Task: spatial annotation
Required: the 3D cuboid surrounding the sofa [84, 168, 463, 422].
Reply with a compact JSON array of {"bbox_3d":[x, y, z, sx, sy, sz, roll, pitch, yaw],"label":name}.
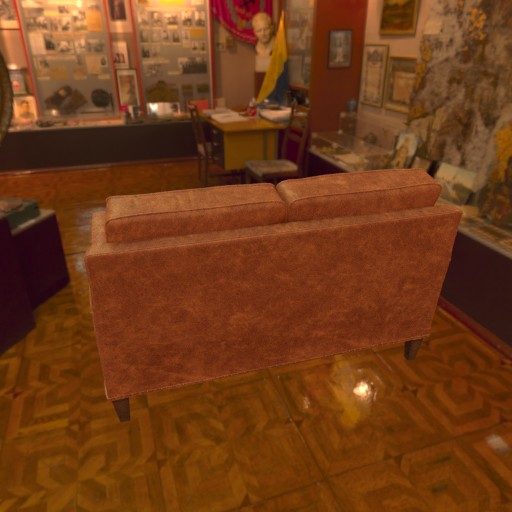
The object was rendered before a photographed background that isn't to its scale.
[{"bbox_3d":[0.000,0.000,2.265,1.597,1.003,1.084,-8,27,-15],"label":"sofa"}]
